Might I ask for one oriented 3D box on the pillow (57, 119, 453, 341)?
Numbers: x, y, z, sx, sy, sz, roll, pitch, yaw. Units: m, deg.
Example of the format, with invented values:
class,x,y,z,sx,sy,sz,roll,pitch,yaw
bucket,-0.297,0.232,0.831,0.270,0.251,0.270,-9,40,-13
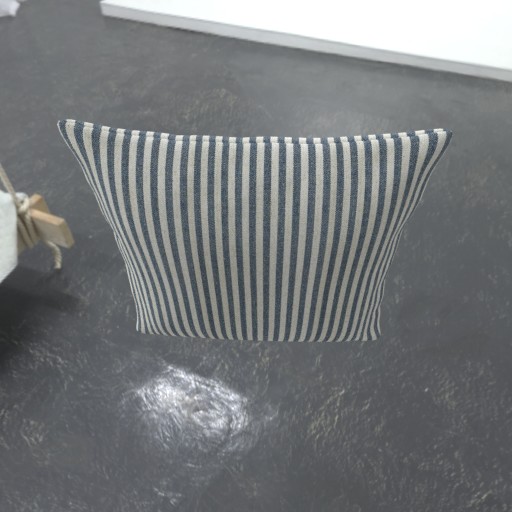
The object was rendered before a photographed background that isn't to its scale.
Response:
class,x,y,z,sx,sy,sz,roll,pitch,yaw
pillow,0.000,0.000,0.765,0.523,0.510,0.166,2,47,2
